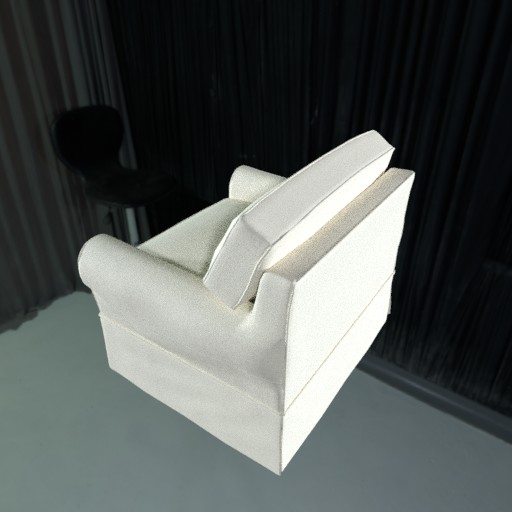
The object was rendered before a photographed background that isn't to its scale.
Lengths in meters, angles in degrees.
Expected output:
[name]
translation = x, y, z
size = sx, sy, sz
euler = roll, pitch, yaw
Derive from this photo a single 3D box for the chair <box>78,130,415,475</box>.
[chair]
translation = 0.000, 0.000, 1.825
size = 0.904, 0.958, 1.099
euler = 20, 36, 29
